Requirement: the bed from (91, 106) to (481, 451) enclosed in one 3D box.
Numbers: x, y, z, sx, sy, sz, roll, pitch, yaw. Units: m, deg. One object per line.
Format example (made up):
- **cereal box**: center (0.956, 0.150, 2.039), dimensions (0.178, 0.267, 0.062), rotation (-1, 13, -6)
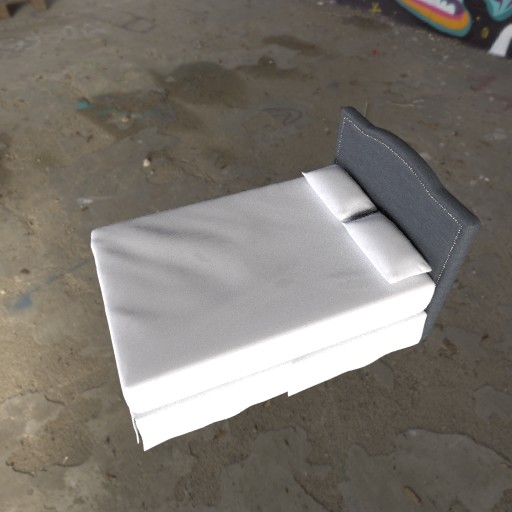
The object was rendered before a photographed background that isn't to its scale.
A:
- **bed**: center (0.000, 0.000, 3.520), dimensions (2.507, 1.441, 1.747), rotation (-16, 48, -15)
